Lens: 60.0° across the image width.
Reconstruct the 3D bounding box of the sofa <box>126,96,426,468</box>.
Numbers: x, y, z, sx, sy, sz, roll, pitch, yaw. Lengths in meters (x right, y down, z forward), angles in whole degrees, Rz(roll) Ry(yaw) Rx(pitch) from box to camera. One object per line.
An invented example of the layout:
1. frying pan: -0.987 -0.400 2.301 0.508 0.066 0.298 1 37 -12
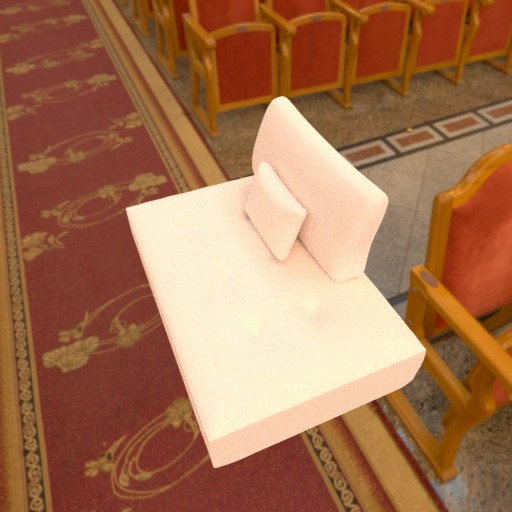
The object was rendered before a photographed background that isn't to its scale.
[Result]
1. sofa: 0.000 0.000 2.141 1.000 0.820 1.450 -17 48 -16
